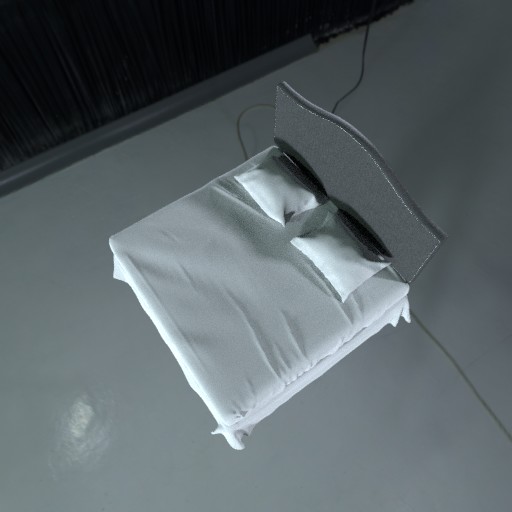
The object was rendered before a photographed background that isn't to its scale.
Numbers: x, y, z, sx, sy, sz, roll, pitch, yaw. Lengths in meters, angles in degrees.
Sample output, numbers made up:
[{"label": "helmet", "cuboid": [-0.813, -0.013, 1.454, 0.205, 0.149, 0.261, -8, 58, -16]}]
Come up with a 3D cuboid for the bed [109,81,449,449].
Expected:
[{"label": "bed", "cuboid": [0.000, 0.000, 3.833, 2.219, 1.651, 2.314, -33, 67, -16]}]
